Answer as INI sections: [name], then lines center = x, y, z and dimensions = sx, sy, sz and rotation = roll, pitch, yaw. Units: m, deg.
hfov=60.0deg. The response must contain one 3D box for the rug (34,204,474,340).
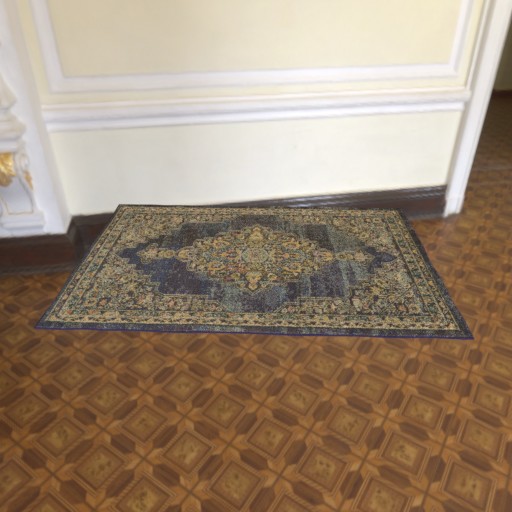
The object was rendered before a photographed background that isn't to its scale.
[rug]
center = 0.000, 0.000, 2.281
dimensions = 1.781, 0.012, 1.184
rotation = 1, 32, 2
